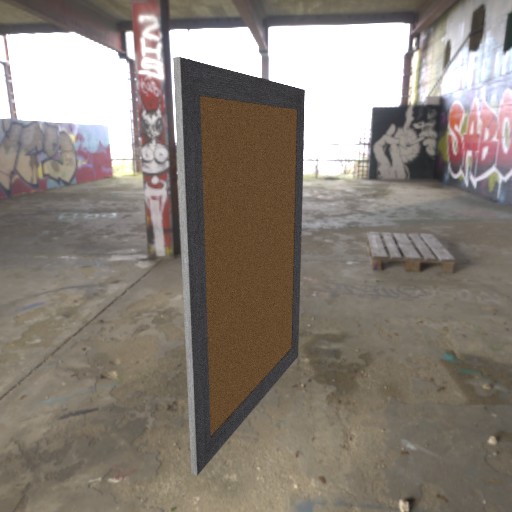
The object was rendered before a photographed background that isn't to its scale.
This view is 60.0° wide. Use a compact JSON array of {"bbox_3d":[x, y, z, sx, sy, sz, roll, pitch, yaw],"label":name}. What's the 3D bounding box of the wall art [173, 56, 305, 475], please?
[{"bbox_3d":[0.000,0.000,1.421,0.020,1.070,0.768,7,17,25],"label":"wall art"}]
